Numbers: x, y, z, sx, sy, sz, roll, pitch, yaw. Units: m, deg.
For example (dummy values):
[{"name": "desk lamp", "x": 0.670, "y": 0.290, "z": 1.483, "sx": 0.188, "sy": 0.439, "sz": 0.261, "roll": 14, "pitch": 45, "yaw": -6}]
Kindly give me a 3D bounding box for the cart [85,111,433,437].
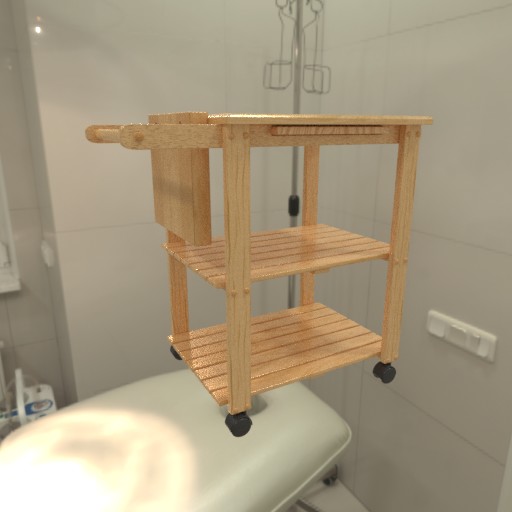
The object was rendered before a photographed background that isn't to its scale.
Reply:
[{"name": "cart", "x": 0.000, "y": 0.000, "z": 1.341, "sx": 0.843, "sy": 0.816, "sz": 0.520, "roll": -9, "pitch": 18, "yaw": -28}]
